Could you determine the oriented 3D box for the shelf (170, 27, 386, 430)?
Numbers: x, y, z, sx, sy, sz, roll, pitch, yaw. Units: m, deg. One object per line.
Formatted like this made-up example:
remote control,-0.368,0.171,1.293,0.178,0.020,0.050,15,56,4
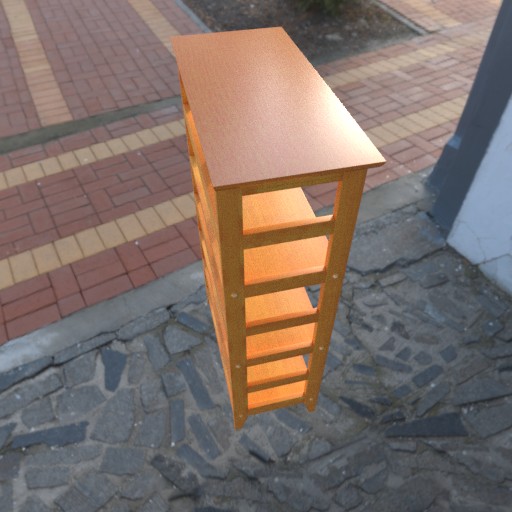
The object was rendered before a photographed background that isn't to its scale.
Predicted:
shelf,0.000,0.000,1.350,0.305,1.067,0.660,-10,47,-9
